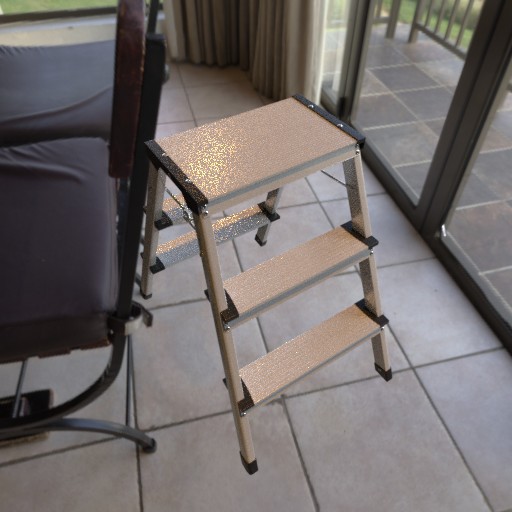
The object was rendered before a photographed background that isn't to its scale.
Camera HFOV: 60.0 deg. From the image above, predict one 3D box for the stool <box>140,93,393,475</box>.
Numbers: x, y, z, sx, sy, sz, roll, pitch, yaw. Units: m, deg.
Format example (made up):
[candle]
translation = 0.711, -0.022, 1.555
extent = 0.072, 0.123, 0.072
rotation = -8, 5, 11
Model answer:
[stool]
translation = 0.000, 0.000, 1.016
extent = 0.437, 0.605, 0.622
rotation = -25, 51, -22
